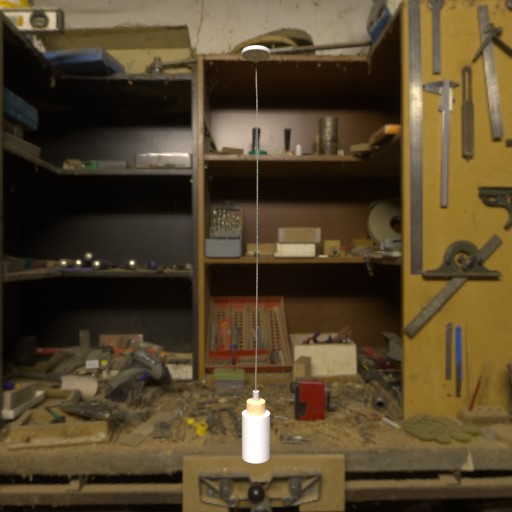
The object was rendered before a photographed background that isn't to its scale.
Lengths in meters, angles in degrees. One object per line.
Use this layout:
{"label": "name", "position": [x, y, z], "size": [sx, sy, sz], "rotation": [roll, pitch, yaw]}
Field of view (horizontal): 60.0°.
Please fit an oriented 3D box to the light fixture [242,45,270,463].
{"label": "light fixture", "position": [0.000, 0.000, 1.969], "size": [0.125, 1.798, 0.125], "rotation": [0, 1, -1]}
